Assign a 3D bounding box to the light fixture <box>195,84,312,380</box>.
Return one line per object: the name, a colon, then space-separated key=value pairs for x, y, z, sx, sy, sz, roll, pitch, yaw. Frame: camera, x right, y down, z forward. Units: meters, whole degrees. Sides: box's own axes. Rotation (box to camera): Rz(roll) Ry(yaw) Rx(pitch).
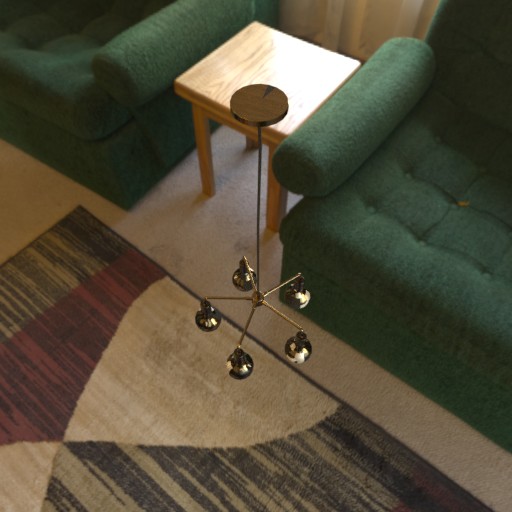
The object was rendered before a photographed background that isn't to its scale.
light fixture: x=0.000 y=0.000 z=1.228 sx=0.438 sy=0.988 sz=0.421 roll=17 pitch=58 yaw=11
